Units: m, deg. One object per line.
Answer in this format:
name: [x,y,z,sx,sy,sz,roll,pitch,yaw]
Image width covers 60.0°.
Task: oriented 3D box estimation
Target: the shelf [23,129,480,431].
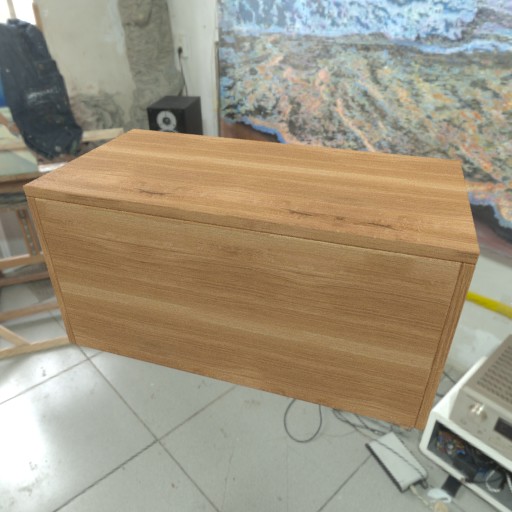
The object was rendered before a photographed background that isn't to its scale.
shelf: [0.000,0.000,1.003,0.800,0.400,0.400,10,33,15]
